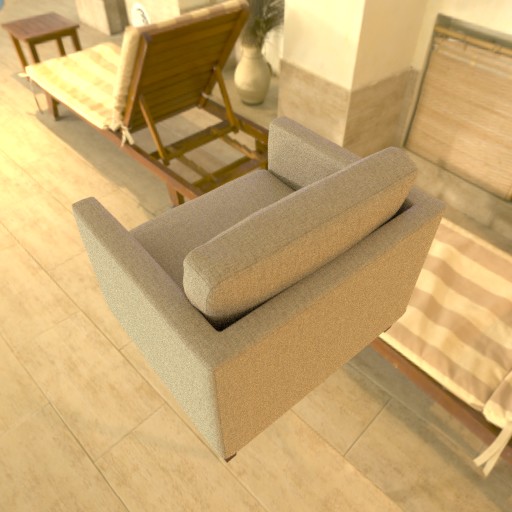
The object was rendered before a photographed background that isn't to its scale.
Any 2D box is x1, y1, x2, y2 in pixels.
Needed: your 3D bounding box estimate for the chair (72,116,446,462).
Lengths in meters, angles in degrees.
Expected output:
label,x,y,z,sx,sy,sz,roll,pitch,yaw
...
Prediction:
label,x,y,z,sx,sy,sz,roll,pitch,yaw
chair,0.000,0.000,1.849,1.107,0.961,0.959,-30,53,-27
